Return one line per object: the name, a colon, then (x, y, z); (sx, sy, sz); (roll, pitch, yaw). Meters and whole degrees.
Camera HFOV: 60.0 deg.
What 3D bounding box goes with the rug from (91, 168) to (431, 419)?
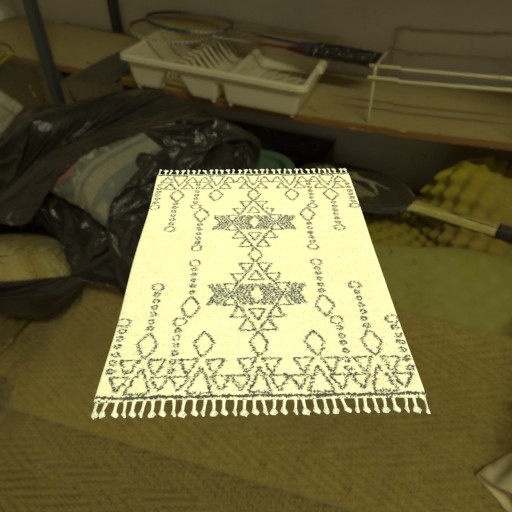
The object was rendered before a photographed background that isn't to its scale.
rug: (0.000, 0.000, 3.876); (2.125, 0.028, 3.027); (-1, 41, -1)
